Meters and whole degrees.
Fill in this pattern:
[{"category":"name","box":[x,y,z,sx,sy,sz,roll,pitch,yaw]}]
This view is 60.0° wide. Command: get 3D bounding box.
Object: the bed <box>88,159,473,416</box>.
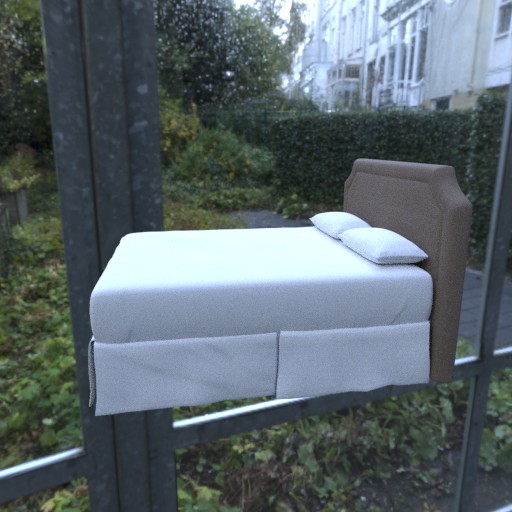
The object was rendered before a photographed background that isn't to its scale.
[{"category":"bed","box":[0.000,0.000,3.119,2.116,1.290,1.693,-2,14,-9]}]
